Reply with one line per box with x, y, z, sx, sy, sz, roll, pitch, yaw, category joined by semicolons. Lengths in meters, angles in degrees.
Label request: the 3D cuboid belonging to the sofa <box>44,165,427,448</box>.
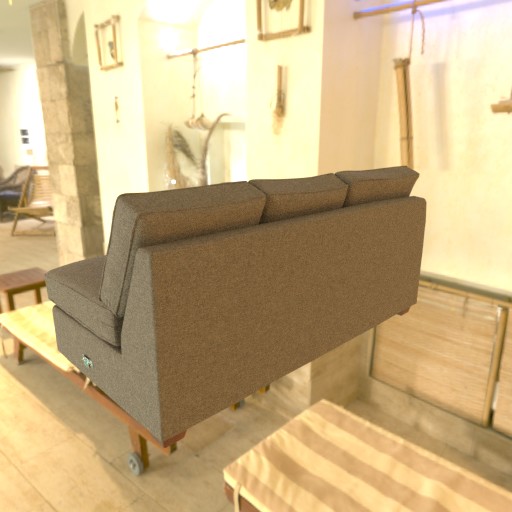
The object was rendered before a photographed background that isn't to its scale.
0.000;0.000;2.471;1.963;0.946;1.034;-15;21;-42;sofa
